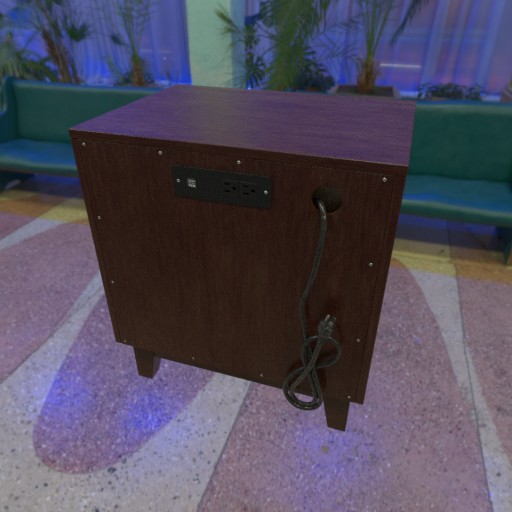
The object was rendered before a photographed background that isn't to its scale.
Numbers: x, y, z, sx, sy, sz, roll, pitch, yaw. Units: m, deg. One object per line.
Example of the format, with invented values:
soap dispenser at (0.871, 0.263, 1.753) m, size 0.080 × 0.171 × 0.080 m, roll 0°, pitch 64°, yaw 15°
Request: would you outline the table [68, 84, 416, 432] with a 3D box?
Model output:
table at (0.000, 0.000, 0.983) m, size 0.557 × 0.609 × 0.449 m, roll 10°, pitch 33°, yaw 16°
